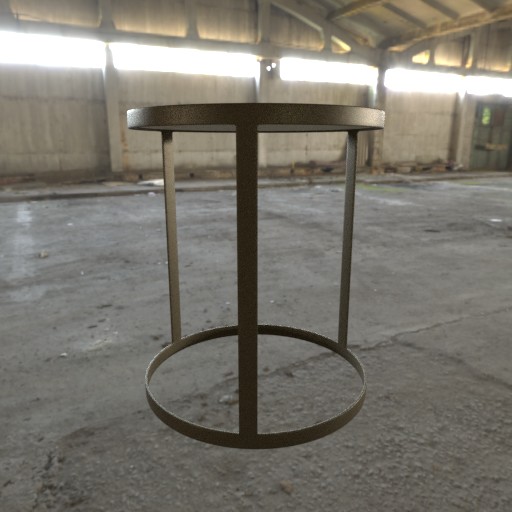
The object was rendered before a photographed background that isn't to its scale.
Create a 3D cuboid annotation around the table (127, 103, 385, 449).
[{"bbox_3d":[0.000,0.000,0.925,0.480,0.565,0.480,0,14,0],"label":"table"}]
